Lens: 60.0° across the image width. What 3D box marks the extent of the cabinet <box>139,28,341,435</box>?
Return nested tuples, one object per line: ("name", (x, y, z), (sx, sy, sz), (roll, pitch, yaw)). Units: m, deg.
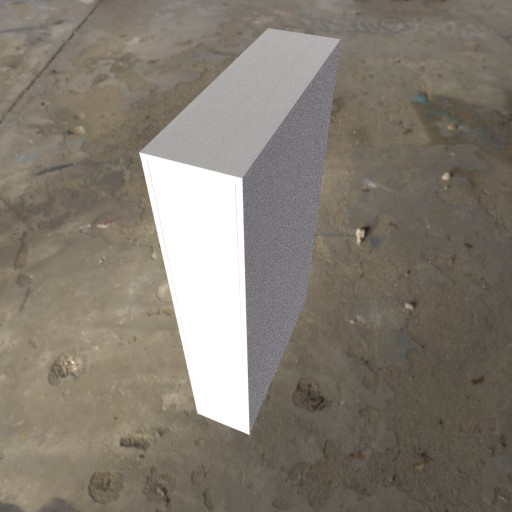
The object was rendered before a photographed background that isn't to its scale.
("cabinet", (0.000, 0.000, 1.604), (0.250, 1.280, 0.750), (17, 49, 15))
